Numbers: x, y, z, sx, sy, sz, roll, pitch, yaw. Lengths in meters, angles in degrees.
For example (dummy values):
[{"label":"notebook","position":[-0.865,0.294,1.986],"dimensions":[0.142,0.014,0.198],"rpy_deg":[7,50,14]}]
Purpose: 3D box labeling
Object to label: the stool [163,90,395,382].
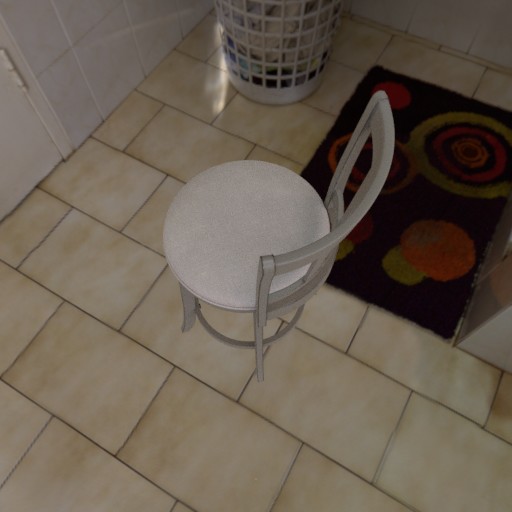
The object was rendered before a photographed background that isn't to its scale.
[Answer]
[{"label":"stool","position":[0.000,0.000,1.244],"dimensions":[0.486,0.994,0.450],"rpy_deg":[29,67,14]}]
